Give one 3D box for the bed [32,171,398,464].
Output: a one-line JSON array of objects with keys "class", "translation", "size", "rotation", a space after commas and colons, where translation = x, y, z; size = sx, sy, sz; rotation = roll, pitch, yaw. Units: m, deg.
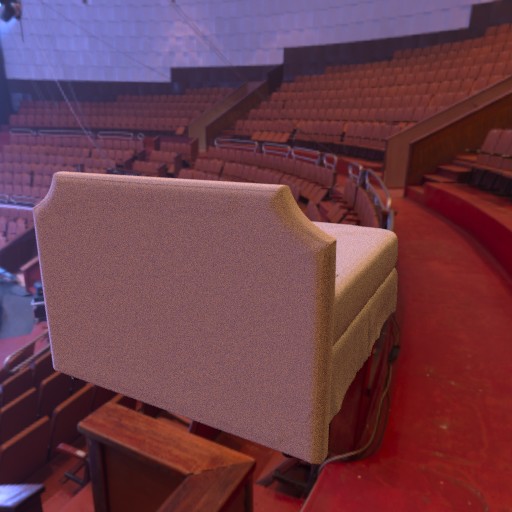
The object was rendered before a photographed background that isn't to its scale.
[{"class": "bed", "translation": [0.000, 0.000, 3.177], "size": [1.828, 1.297, 2.164], "rotation": [8, 18, 27]}]
